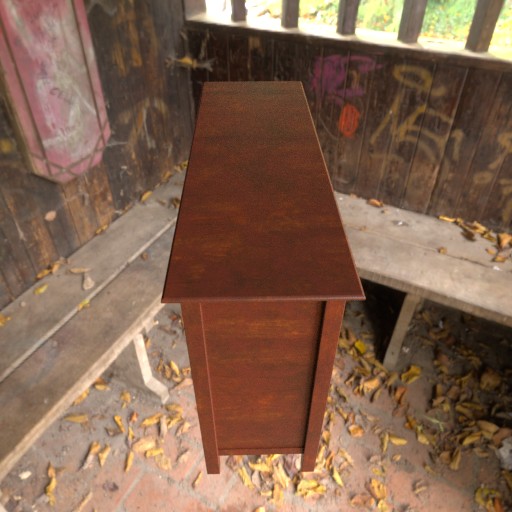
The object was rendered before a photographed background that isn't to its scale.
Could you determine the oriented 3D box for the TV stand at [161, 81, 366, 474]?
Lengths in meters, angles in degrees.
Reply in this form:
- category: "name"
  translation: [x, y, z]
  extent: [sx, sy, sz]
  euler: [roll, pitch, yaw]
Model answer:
- category: "TV stand"
  translation: [0.000, 0.000, 1.774]
  extent: [0.445, 0.915, 1.372]
  euler: [-1, 40, -1]
